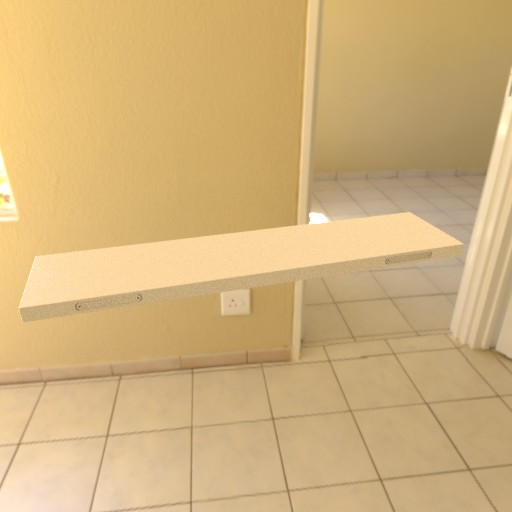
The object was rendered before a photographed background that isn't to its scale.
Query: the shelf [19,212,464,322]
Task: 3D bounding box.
[{"bbox_3d":[0.000,0.000,0.650,0.610,0.020,0.140,-8,28,-15],"label":"shelf"}]
